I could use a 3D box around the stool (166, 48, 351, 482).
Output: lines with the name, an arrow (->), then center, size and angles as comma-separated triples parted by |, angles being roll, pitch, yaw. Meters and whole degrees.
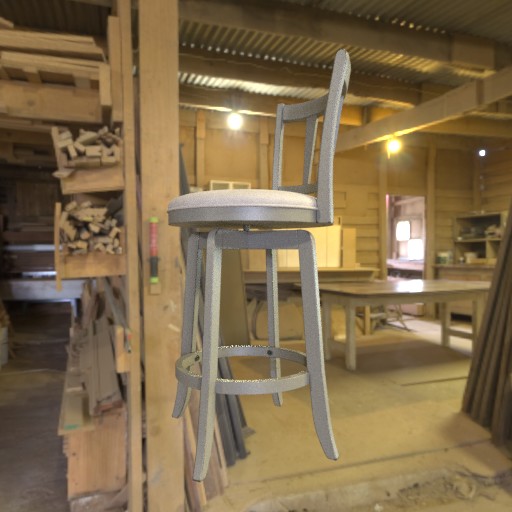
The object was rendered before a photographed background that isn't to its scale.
stool -> 0.000, 0.000, 1.227 | 0.486, 0.994, 0.450 | 0, 1, -17
